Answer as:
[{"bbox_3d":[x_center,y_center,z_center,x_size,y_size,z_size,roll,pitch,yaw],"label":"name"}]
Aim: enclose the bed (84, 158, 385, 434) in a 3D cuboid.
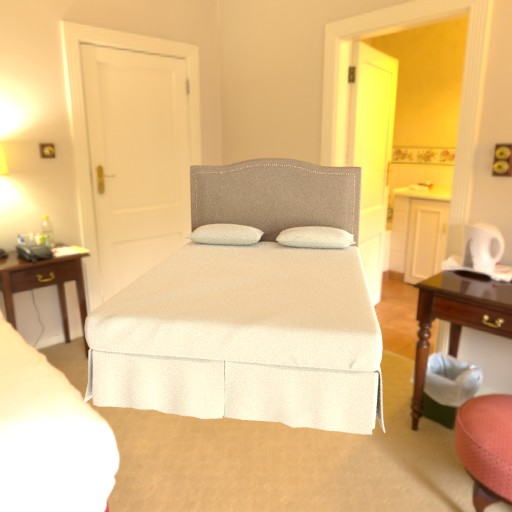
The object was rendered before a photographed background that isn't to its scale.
[{"bbox_3d":[0.000,0.000,3.486,1.821,1.436,2.282,2,15,9],"label":"bed"}]
